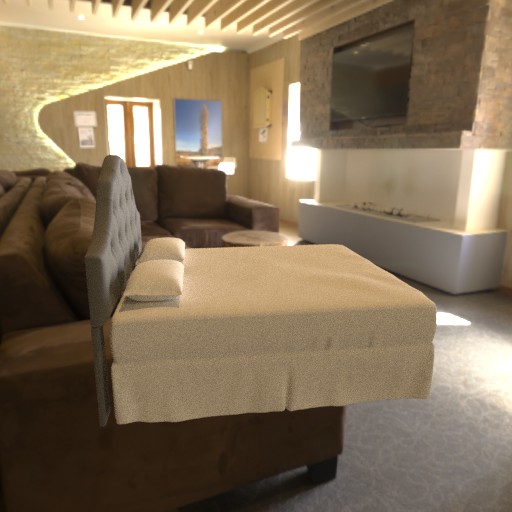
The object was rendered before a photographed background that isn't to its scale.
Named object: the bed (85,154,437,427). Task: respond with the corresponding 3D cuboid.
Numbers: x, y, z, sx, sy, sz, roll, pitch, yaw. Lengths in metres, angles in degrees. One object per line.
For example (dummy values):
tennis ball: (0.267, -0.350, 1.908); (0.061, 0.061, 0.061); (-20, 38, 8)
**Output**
bed: (0.000, 0.000, 3.615); (2.214, 1.615, 2.008); (-2, 14, -8)
